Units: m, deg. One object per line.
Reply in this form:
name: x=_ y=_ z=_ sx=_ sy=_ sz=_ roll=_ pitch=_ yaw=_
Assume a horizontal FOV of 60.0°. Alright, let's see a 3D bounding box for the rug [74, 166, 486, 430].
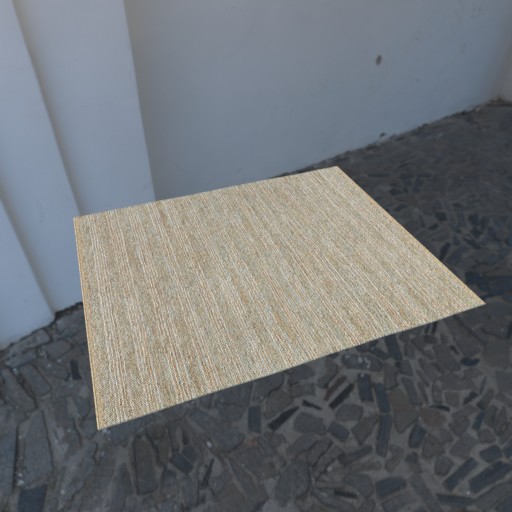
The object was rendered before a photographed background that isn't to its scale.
rug: x=0.000 y=0.000 z=4.043 sx=3.034 sy=0.012 sz=2.471 roll=-14 pitch=42 yaw=-16
